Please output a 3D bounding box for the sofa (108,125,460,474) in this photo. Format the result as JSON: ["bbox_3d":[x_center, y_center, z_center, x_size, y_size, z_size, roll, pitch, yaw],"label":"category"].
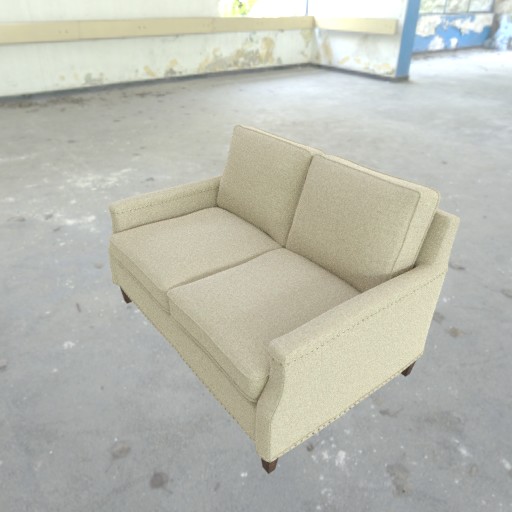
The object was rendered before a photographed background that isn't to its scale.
[{"bbox_3d":[0.000,0.000,2.306,1.084,1.003,1.597,-21,36,-31],"label":"sofa"}]
